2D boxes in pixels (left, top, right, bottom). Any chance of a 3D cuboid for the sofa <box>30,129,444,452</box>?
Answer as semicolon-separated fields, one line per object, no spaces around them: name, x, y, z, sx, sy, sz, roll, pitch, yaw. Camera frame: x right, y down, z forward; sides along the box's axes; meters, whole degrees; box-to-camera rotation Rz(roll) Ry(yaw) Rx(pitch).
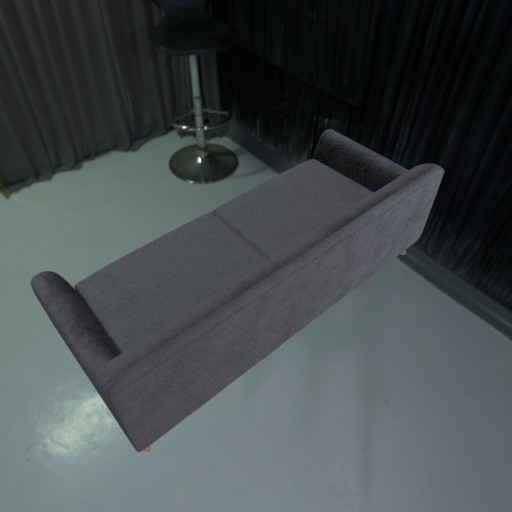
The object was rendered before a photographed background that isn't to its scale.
sofa;0.000;0.000;2.587;2.190;0.740;0.900;-32;54;-27
